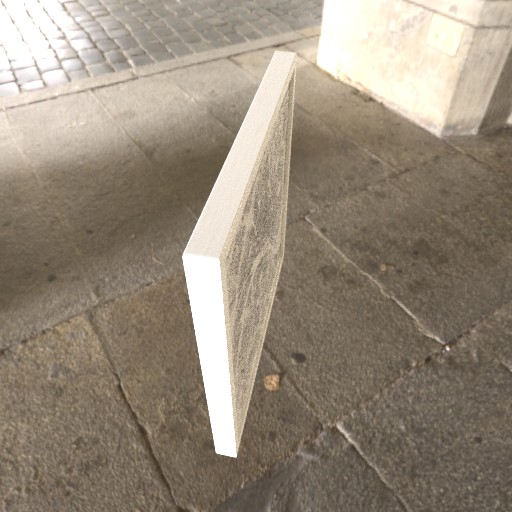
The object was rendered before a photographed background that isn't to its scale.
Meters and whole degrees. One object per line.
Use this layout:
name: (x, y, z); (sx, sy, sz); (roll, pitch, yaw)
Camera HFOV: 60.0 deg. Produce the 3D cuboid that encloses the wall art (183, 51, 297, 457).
wall art: (0.000, 0.000, 0.778); (0.038, 0.508, 0.508); (9, 47, 8)
